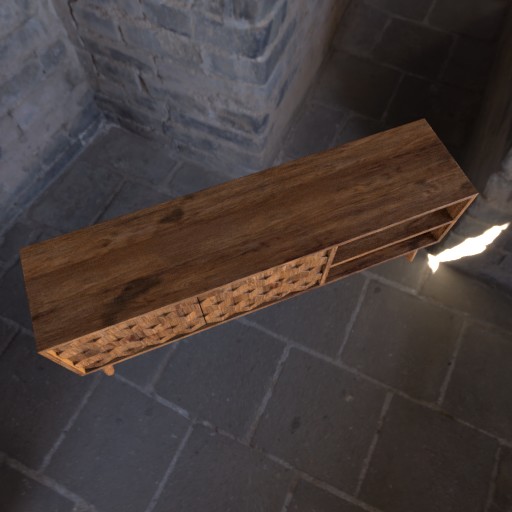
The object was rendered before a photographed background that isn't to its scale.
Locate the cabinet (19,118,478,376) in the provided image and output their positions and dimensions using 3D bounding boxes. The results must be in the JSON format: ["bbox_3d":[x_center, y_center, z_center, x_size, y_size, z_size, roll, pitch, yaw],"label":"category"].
[{"bbox_3d":[0.000,0.000,1.662,1.448,0.528,0.349,-20,66,-9],"label":"cabinet"}]
